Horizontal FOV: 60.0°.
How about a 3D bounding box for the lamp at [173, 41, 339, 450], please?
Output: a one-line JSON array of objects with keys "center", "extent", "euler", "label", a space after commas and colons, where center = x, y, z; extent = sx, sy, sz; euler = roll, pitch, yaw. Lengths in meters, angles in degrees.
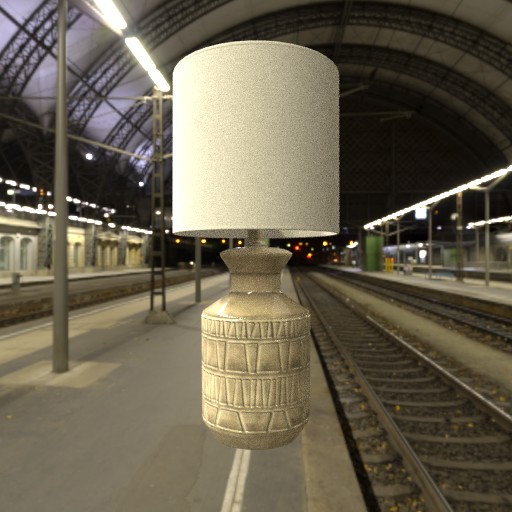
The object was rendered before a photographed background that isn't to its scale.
[{"center": [0.000, 0.000, 0.573], "extent": [0.211, 0.455, 0.211], "euler": [0, 0, -17], "label": "lamp"}]
